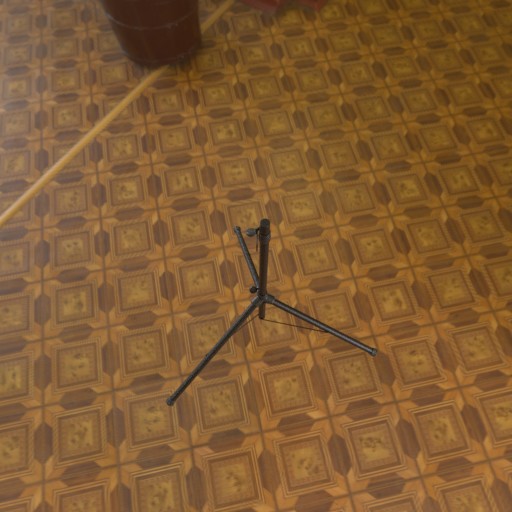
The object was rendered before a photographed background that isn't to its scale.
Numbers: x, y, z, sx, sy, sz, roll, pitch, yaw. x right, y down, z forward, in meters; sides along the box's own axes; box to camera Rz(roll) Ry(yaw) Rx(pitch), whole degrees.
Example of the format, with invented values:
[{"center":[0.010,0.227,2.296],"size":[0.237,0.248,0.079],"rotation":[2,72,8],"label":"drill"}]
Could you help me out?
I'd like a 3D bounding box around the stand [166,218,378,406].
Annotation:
[{"center":[0.000,0.000,2.831],"size":[1.596,1.595,1.339],"rotation":[-11,65,-5],"label":"stand"}]
